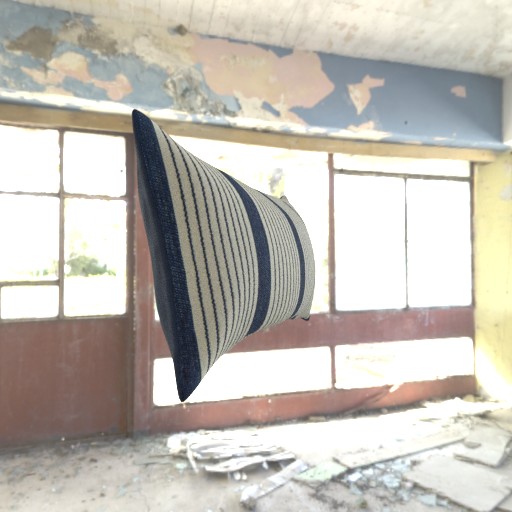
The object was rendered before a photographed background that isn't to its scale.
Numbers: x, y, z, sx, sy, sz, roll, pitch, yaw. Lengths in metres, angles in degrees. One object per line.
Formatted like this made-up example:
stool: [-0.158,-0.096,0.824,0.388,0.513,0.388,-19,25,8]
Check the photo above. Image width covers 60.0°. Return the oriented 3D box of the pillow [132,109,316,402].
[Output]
pillow: [0.000,0.000,0.726,0.156,0.292,0.608,0,-1,18]
